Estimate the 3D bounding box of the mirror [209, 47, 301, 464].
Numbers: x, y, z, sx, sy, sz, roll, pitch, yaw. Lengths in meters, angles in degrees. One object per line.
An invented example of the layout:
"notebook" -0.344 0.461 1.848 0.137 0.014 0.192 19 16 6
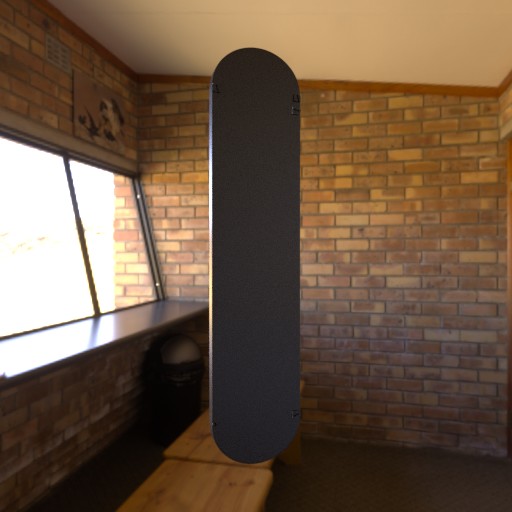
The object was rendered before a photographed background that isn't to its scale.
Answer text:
"mirror" 0.000 0.000 1.068 0.222 0.991 0.032 0 0 -19
